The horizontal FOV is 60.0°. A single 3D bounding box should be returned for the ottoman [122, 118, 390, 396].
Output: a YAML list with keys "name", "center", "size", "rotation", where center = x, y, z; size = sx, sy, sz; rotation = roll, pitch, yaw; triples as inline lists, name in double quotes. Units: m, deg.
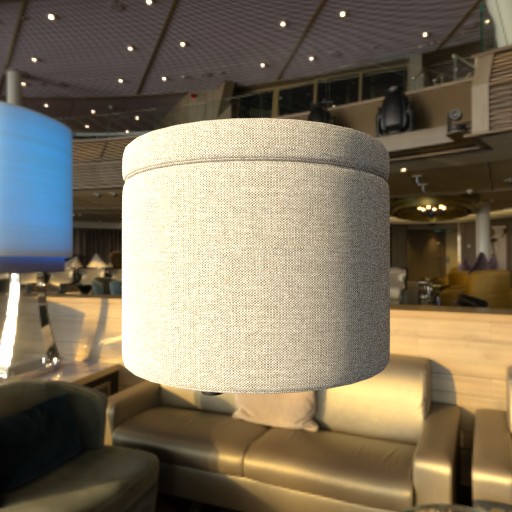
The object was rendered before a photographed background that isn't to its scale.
- name: "ottoman"
  center: [0.000, 0.000, 0.865]
  size: [0.500, 0.419, 0.500]
  rotation: [0, -1, 0]
